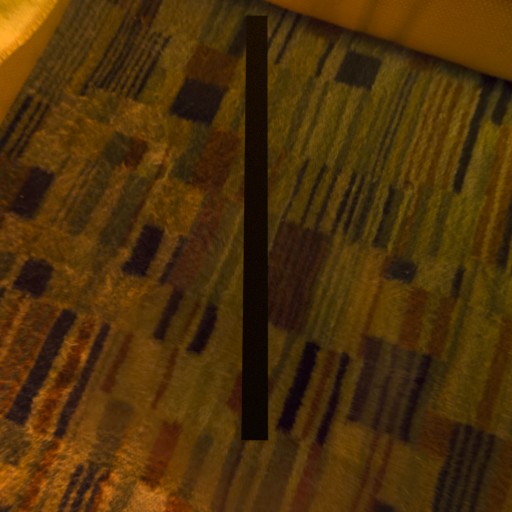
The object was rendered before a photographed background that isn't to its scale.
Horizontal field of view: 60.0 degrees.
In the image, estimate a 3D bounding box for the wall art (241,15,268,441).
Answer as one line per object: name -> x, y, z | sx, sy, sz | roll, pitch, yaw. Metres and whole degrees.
wall art -> 0.000, 0.000, 0.758 | 0.028, 0.511, 0.513 | 0, 76, 0
